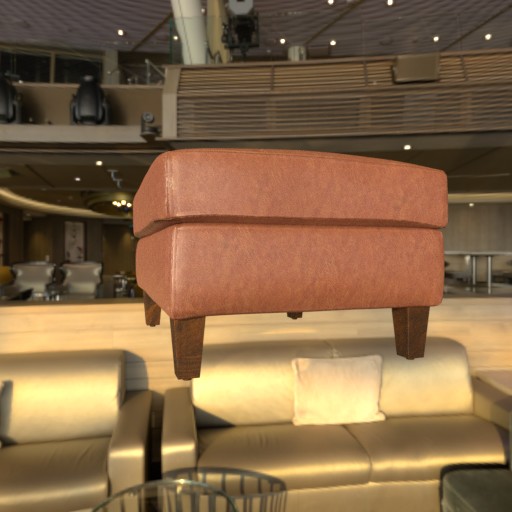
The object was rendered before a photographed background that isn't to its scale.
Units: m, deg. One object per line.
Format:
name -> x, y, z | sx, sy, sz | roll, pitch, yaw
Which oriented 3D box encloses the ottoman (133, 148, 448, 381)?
ottoman -> 0.000, 0.000, 1.277 | 0.650, 0.485, 0.851 | 0, 0, -19
